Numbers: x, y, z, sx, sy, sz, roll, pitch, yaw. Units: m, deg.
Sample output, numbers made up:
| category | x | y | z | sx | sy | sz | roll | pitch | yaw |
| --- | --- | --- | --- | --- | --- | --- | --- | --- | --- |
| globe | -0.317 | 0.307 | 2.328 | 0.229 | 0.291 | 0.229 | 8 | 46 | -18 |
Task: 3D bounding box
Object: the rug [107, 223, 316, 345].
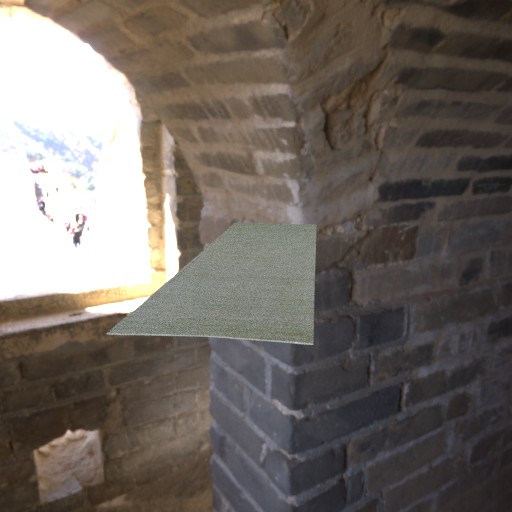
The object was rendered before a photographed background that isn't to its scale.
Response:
| category | x | y | z | sx | sy | sz | roll | pitch | yaw |
| --- | --- | --- | --- | --- | --- | --- | --- | --- | --- |
| rug | 0.000 | 0.000 | 2.557 | 0.686 | 0.013 | 2.340 | 2 | 14 | 8 |
